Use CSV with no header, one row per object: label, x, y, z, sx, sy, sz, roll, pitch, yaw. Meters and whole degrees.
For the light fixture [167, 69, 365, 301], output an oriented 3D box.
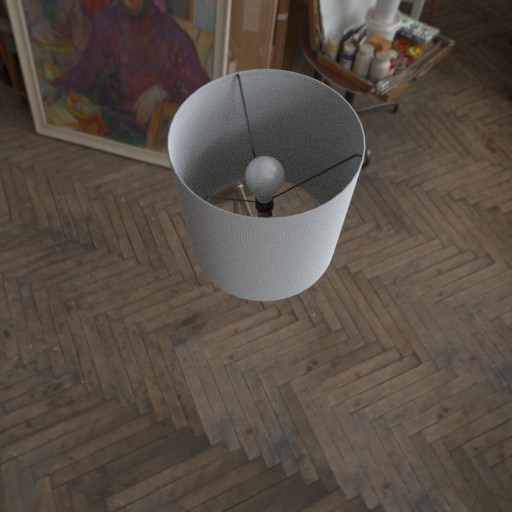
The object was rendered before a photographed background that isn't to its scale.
light fixture,0.000,0.000,0.695,0.188,0.589,0.248,-16,63,-9
